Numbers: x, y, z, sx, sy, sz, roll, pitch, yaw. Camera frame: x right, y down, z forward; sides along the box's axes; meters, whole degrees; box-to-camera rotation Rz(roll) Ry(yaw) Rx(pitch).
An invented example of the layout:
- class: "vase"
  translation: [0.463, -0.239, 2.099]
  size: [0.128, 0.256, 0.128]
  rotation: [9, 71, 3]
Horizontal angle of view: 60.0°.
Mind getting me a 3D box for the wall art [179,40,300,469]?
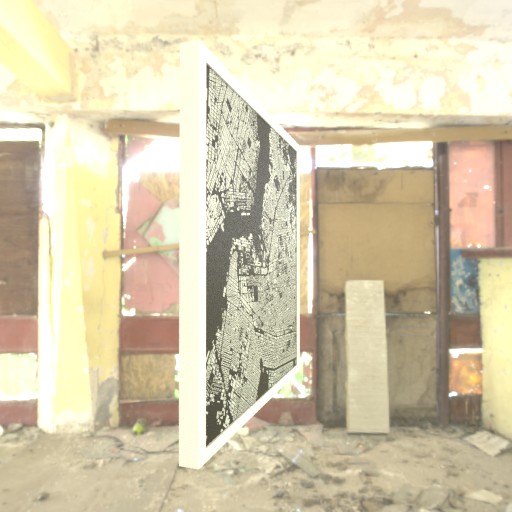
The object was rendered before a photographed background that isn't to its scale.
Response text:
- class: "wall art"
  translation: [0.000, 0.000, 1.151]
  size: [0.050, 0.762, 0.761]
  rotation: [0, -1, 19]
